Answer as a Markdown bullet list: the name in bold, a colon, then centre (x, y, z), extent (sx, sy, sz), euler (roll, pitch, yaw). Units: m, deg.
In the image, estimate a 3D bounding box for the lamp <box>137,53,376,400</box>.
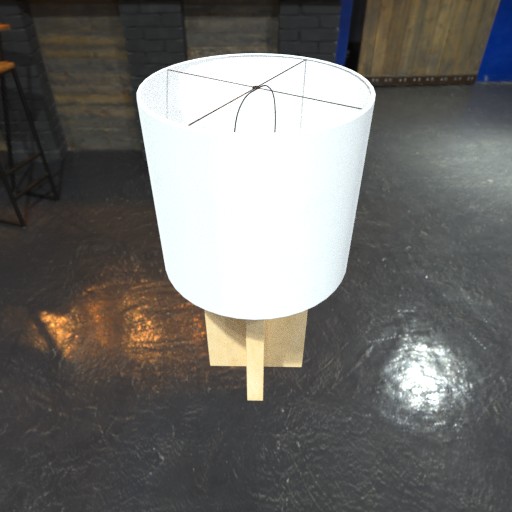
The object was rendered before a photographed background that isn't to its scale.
- **lamp**: centre (0.000, 0.000, 0.566), extent (0.229, 0.428, 0.229), euler (1, 39, 1)
